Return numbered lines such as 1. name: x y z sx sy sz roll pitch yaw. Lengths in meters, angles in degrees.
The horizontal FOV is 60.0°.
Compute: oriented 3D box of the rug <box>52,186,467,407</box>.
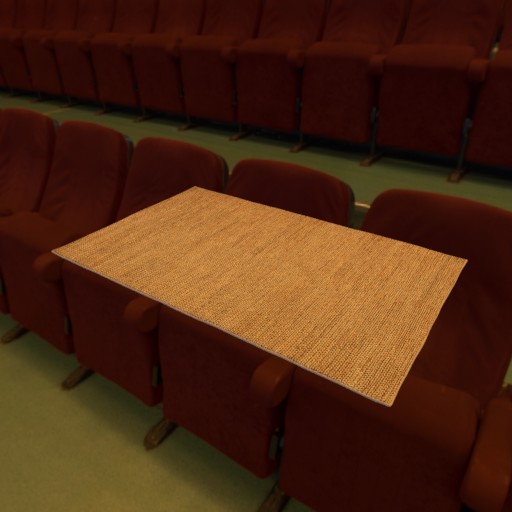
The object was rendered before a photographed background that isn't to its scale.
1. rug: 0.000 0.000 3.054 2.438 0.034 1.521 19 35 29
